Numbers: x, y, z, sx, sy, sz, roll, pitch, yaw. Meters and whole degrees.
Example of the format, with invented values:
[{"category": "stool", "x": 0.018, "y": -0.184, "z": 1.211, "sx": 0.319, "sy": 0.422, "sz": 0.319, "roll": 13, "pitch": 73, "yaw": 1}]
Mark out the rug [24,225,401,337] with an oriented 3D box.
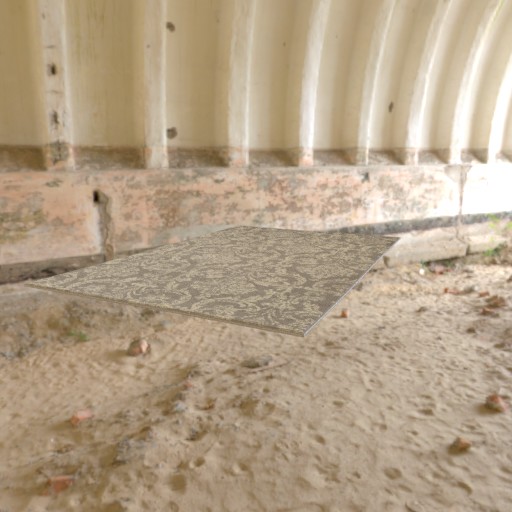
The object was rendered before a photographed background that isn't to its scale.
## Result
[{"category": "rug", "x": 0.000, "y": 0.000, "z": 3.522, "sx": 1.819, "sy": 0.018, "sz": 2.746, "roll": 6, "pitch": 14, "yaw": 26}]
